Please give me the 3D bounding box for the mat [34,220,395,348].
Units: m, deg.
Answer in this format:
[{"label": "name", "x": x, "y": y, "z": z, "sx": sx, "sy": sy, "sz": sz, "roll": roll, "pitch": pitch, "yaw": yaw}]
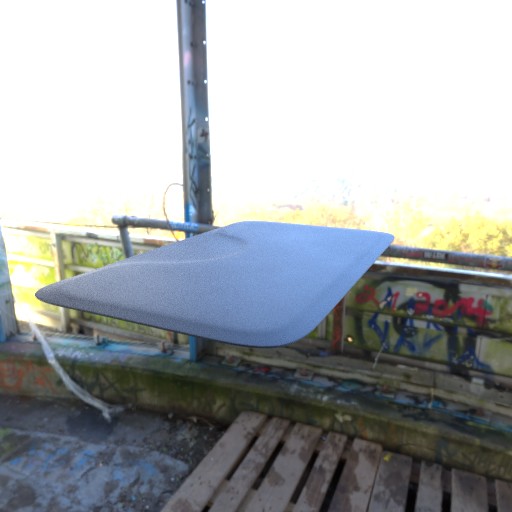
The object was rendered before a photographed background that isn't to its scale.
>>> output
[{"label": "mat", "x": 0.000, "y": 0.000, "z": 1.842, "sx": 0.918, "sy": 0.013, "sz": 1.524, "roll": 7, "pitch": 16, "yaw": 25}]
